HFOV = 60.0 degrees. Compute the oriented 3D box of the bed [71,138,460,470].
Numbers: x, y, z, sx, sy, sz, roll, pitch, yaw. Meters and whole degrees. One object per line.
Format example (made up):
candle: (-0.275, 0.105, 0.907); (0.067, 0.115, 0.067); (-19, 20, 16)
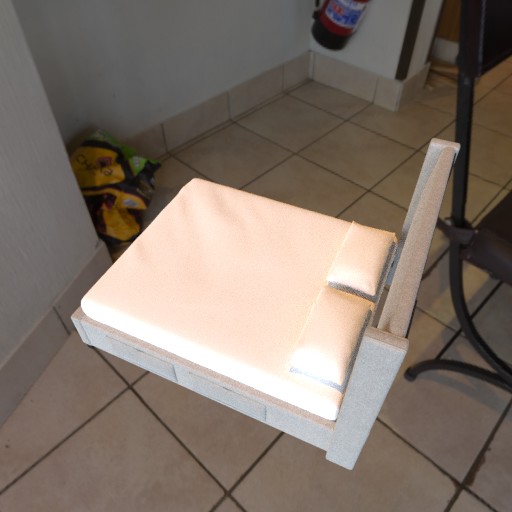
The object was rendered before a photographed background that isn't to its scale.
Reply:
bed: (0.000, 0.000, 3.278); (2.222, 1.491, 1.774); (18, 49, 17)
